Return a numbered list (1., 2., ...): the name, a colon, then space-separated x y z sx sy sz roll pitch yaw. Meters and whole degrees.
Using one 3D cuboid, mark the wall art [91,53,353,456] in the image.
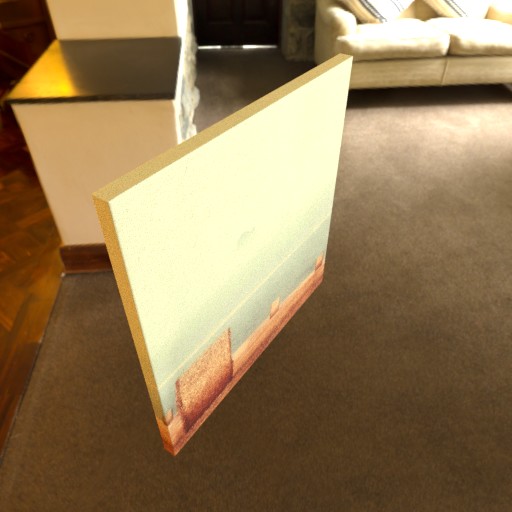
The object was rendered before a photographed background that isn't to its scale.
1. wall art: 0.000 0.000 0.872 0.034 0.605 0.605 25 47 26
